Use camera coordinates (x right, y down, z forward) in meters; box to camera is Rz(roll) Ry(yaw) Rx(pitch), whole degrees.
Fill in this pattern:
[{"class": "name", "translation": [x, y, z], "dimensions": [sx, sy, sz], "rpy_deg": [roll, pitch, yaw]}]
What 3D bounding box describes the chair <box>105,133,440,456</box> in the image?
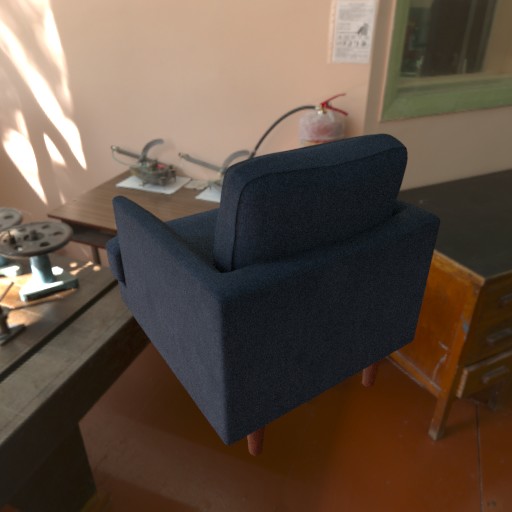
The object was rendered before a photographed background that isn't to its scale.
[{"class": "chair", "translation": [0.000, 0.000, 1.625], "dimensions": [0.858, 0.957, 0.899], "rpy_deg": [-19, 35, -29]}]
